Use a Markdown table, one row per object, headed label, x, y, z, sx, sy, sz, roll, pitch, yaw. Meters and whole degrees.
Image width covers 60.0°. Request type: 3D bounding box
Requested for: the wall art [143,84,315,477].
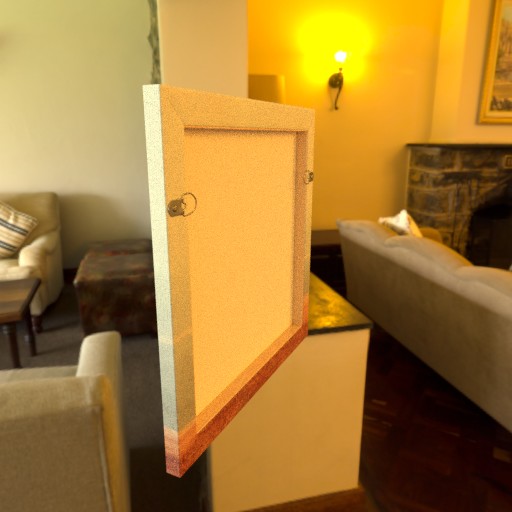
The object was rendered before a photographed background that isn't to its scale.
| label | x | y | z | sx | sy | sz | roll | pitch | yaw |
| --- | --- | --- | --- | --- | --- | --- | --- | --- | --- |
| wall art | 0.000 | 0.000 | 0.914 | 0.034 | 0.605 | 0.605 | 7 | 17 | 25 |
